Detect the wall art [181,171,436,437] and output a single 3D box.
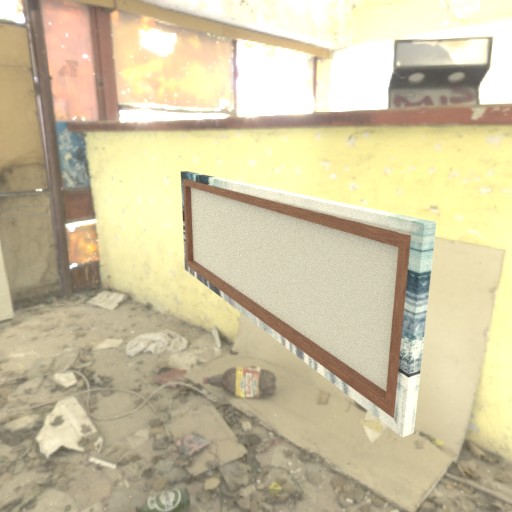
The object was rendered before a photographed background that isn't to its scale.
[{"bbox_3d":[0.000,0.000,1.624,0.037,0.509,1.524,-8,17,-27],"label":"wall art"}]
